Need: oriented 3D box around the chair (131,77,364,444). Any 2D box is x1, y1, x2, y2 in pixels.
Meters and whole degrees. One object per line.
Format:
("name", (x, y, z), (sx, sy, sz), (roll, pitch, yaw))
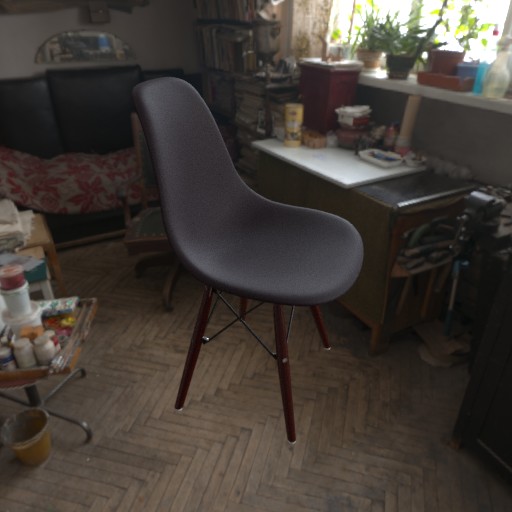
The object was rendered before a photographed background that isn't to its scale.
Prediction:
("chair", (0.000, 0.000, 1.146), (0.533, 0.826, 0.470), (11, 32, 18))
